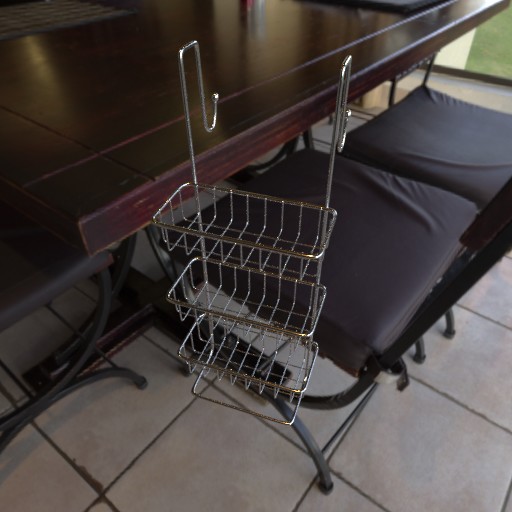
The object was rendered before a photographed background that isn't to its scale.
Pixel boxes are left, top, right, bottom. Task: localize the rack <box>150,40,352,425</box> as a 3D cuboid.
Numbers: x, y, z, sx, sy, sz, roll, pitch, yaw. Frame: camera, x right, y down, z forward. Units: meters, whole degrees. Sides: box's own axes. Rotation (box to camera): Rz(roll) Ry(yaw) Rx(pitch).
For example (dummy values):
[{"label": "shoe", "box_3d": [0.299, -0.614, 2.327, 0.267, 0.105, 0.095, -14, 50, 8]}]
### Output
[{"label": "rack", "box_3d": [0.000, 0.000, 0.676, 0.228, 0.574, 0.202, 13, 42, 15]}]
